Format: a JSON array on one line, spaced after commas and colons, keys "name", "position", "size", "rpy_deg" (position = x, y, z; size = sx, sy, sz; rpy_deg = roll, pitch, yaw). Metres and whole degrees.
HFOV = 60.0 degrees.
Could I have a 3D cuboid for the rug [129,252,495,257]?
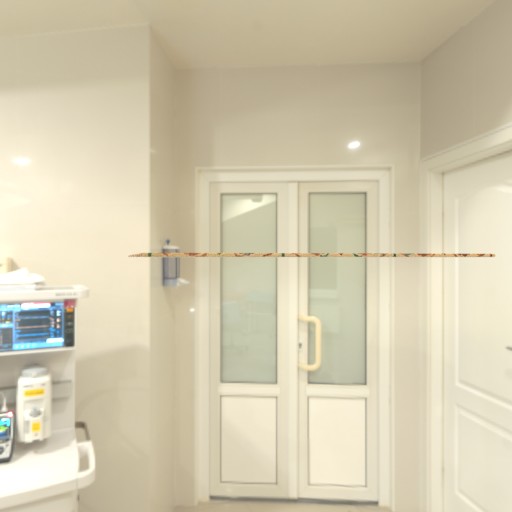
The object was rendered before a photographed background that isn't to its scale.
[{"name": "rug", "position": [0.000, 0.000, 2.276], "size": [1.226, 0.013, 1.838], "rpy_deg": [0, 0, -17]}]
